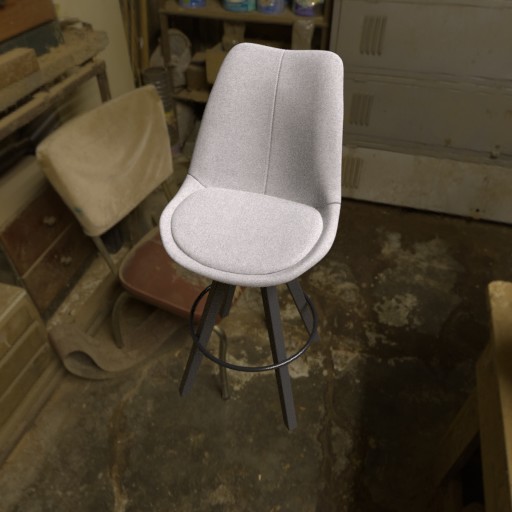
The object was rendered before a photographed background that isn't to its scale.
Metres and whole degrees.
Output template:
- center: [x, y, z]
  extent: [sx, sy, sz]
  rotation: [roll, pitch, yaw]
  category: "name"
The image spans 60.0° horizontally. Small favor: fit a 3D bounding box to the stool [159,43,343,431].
- center: [0.000, 0.000, 1.406]
  extent: [0.485, 1.115, 0.550]
  rotation: [13, 43, 14]
  category: "stool"
